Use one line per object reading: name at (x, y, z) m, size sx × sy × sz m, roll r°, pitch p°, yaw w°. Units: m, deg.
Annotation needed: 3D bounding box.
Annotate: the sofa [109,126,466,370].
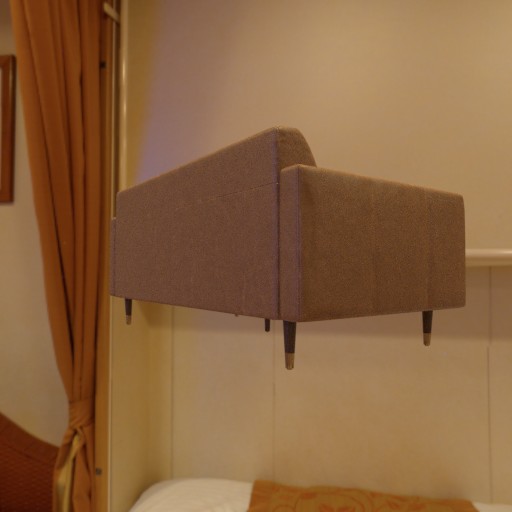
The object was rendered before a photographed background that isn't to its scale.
sofa at (0.000, 0.000, 2.369) m, size 0.993 × 0.821 × 1.847 m, roll 1°, pitch -2°, yaw -36°
